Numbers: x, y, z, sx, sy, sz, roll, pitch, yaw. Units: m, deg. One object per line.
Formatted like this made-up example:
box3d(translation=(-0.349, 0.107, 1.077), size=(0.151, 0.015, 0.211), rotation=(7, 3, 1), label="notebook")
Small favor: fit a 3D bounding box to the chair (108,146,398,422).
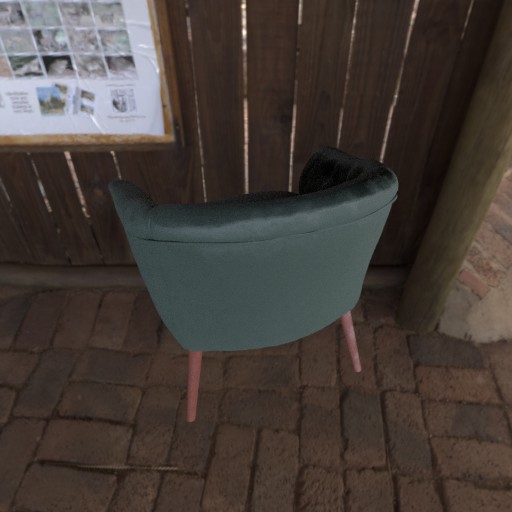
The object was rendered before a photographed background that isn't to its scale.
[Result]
box3d(translation=(0.000, 0.000, 1.495), size=(0.851, 0.885, 0.776), rotation=(-12, 43, -14), label="chair")
